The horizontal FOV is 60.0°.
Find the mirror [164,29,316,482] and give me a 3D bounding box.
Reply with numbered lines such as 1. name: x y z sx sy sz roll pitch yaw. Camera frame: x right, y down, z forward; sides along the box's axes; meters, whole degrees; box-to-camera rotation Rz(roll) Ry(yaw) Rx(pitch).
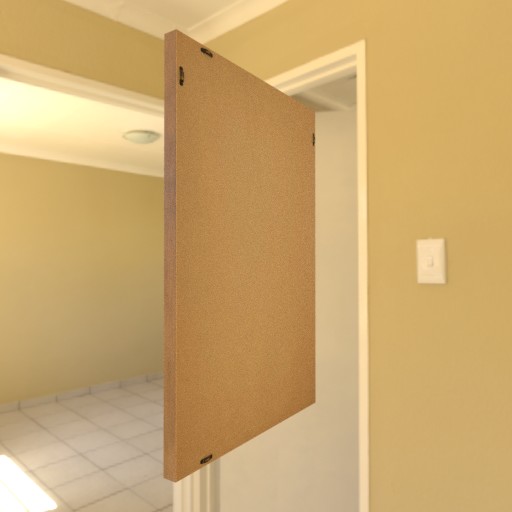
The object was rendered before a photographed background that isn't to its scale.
1. mirror: 0.000 0.000 1.152 0.040 0.915 0.609 0 -1 35
